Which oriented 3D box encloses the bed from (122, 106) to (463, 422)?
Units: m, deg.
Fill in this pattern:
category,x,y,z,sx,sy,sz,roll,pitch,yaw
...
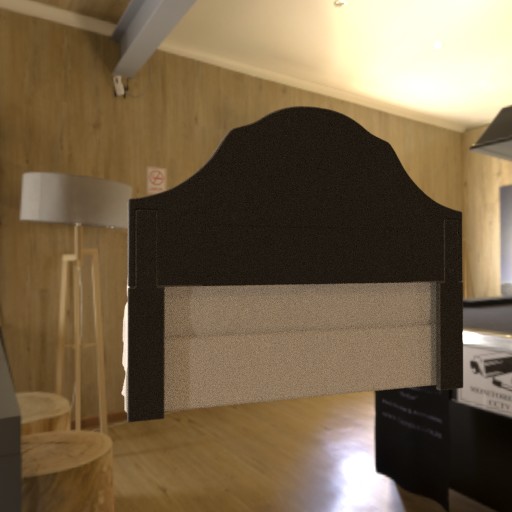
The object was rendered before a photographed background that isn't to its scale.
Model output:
category,x,y,z,sx,sy,sz,roll,pitch,yaw
bed,0.000,0.000,3.462,2.008,1.615,2.214,0,0,-17
